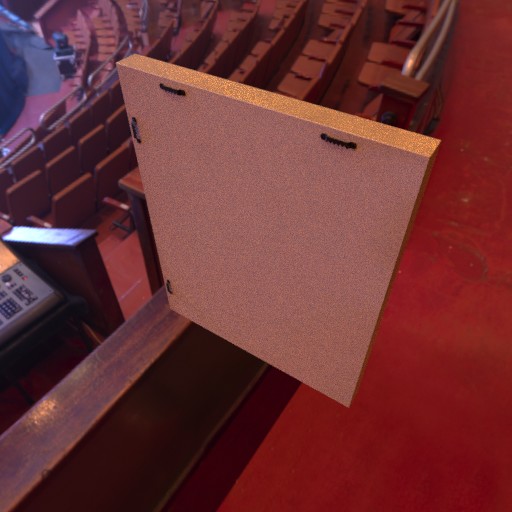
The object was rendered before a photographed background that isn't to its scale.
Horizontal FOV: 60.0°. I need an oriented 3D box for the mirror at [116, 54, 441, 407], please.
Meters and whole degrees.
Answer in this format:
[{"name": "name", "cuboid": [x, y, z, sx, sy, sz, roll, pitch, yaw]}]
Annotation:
[{"name": "mirror", "cuboid": [0.000, 0.000, 0.680, 0.406, 0.509, 0.041, 24, 50, 22]}]
